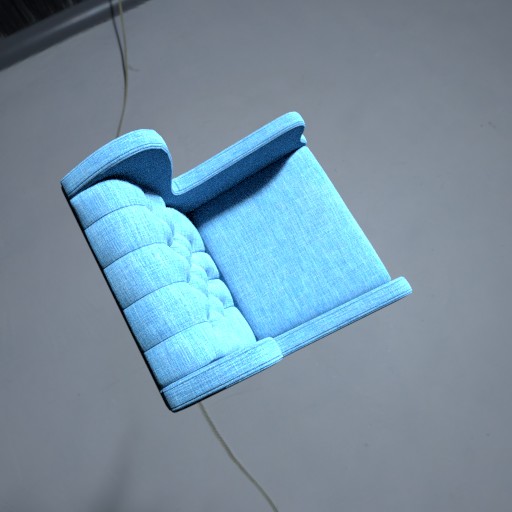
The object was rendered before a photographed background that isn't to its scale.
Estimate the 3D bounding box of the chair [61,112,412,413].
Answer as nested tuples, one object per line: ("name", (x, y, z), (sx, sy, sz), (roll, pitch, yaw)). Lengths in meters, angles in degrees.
("chair", (0.000, 0.000, 1.485), (0.775, 0.952, 0.711), (-28, 78, -6))
